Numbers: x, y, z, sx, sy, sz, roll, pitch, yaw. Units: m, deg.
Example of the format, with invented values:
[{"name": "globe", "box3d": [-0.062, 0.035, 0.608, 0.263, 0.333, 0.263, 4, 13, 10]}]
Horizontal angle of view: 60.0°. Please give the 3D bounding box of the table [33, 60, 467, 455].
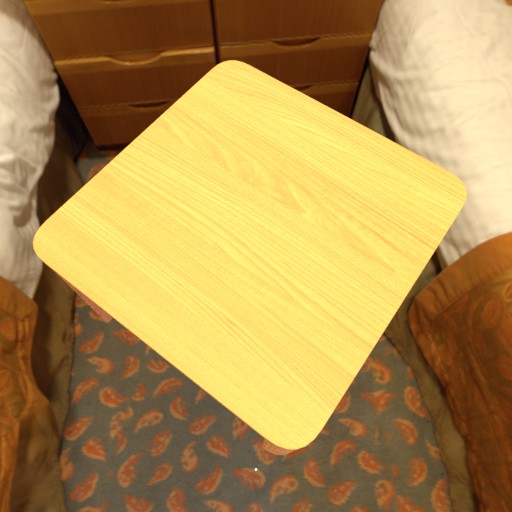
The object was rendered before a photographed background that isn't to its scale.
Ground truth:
[{"name": "table", "box3d": [0.000, 0.000, 1.225, 0.750, 0.450, 0.750, 34, 69, 15]}]
